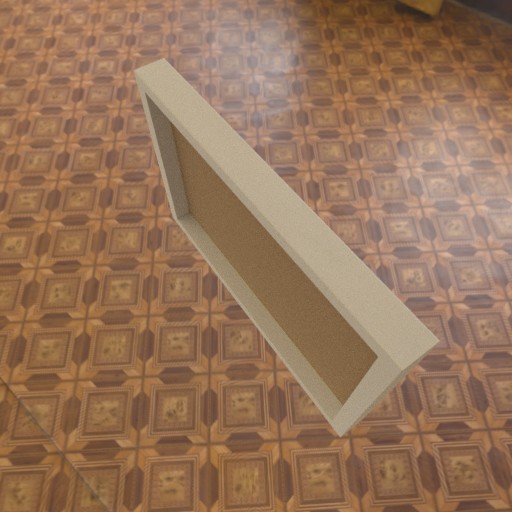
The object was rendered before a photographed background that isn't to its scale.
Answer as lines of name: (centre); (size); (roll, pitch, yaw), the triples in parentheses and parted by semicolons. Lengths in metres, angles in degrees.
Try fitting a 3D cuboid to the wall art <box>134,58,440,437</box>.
wall art: (0.000, 0.000, 0.487); (0.039, 0.254, 0.384); (-31, 63, -17)
